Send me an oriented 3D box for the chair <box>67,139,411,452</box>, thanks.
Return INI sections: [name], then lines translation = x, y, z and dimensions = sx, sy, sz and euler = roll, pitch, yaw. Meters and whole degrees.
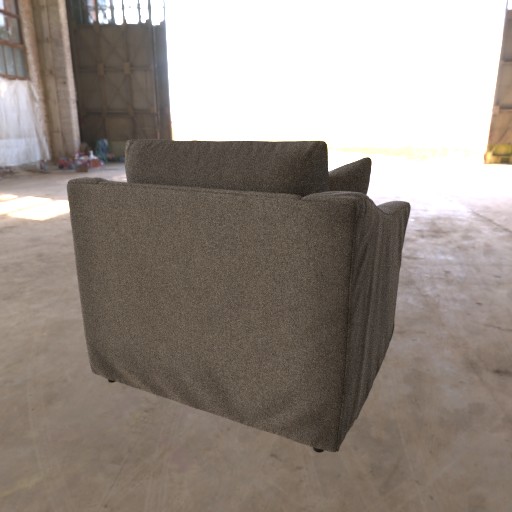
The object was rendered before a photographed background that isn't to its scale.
[chair]
translation = 0.000, 0.000, 2.041
dimensions = 1.194, 1.059, 1.071
euler = 8, 18, 26
